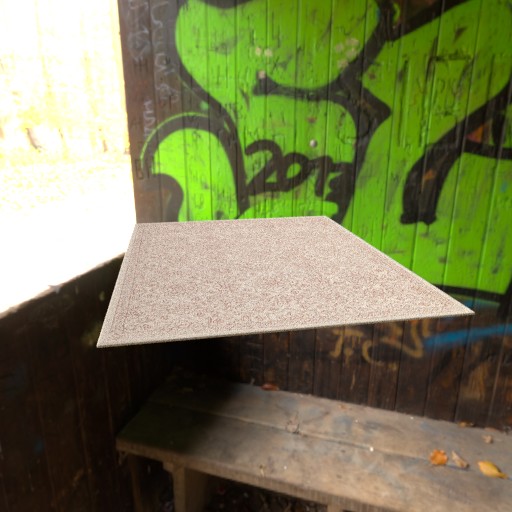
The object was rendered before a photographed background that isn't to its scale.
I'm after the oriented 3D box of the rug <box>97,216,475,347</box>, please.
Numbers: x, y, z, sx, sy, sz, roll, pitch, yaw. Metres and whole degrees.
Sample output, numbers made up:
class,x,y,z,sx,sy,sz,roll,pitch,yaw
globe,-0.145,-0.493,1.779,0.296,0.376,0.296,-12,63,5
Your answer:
class,x,y,z,sx,sy,sz,roll,pitch,yaw
rug,0.000,0.000,4.192,2.441,0.015,3.050,-3,18,-10
